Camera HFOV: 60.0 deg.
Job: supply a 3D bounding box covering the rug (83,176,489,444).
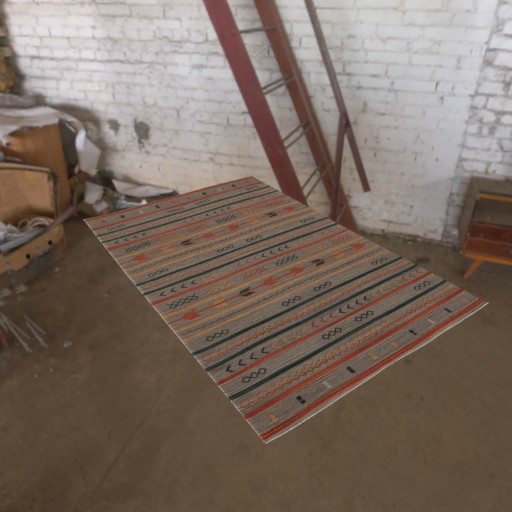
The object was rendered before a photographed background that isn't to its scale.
[{"bbox_3d":[0.000,0.000,2.290,1.220,0.017,1.835,-20,37,-29],"label":"rug"}]
